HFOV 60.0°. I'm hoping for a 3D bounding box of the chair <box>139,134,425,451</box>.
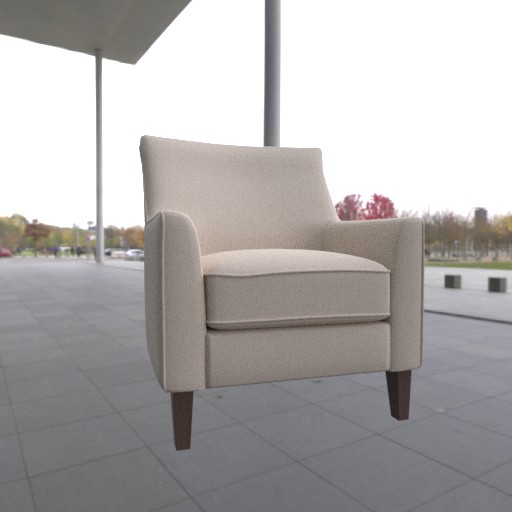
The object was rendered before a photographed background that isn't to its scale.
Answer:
[{"bbox_3d":[0.000,0.000,1.533,0.756,0.916,0.879,0,1,-17],"label":"chair"}]
